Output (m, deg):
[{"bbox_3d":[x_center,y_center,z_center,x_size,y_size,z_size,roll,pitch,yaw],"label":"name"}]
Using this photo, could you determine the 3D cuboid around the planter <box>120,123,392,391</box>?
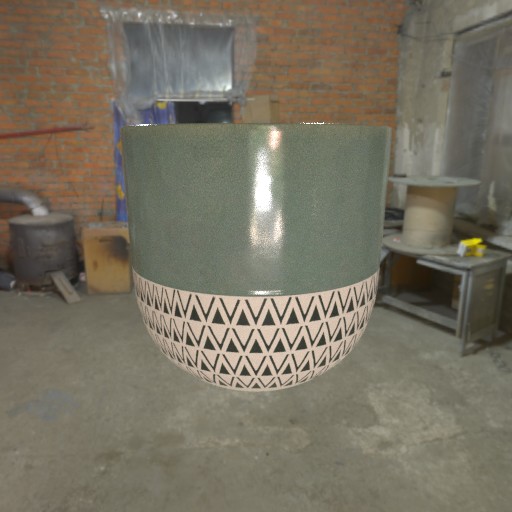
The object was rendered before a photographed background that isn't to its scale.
[{"bbox_3d":[0.000,0.000,0.485,0.266,0.270,0.266,0,15,0],"label":"planter"}]
